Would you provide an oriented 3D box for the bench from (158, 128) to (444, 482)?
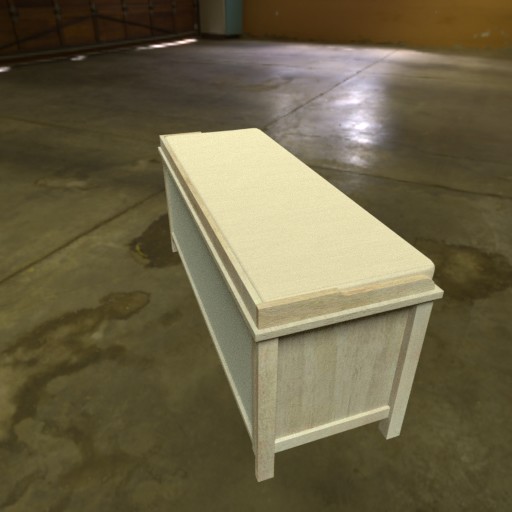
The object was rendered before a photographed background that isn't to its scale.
[{"bbox_3d":[0.000,0.000,1.394,0.398,0.501,1.140,-10,32,-16],"label":"bench"}]
